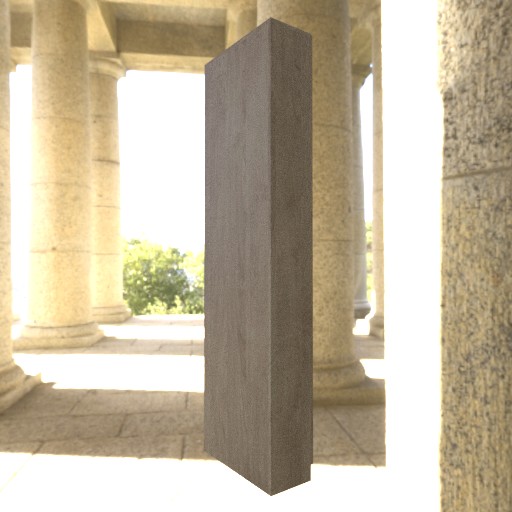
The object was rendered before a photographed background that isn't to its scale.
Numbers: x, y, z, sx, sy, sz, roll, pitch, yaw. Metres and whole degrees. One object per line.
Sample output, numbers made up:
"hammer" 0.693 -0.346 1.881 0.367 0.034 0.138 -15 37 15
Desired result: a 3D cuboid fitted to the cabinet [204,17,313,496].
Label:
"cabinet" 0.000 0.000 1.924 0.230 1.790 0.500 1 -1 -36
